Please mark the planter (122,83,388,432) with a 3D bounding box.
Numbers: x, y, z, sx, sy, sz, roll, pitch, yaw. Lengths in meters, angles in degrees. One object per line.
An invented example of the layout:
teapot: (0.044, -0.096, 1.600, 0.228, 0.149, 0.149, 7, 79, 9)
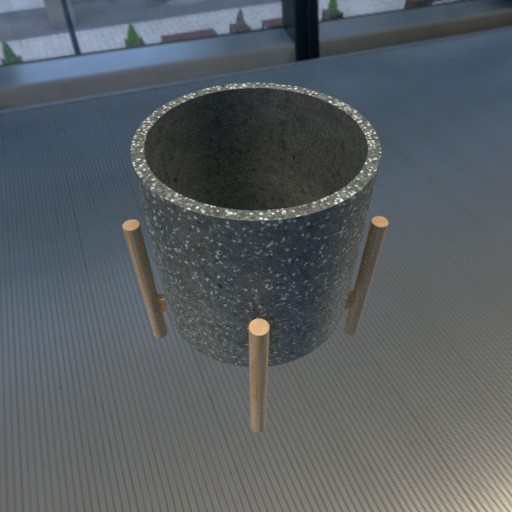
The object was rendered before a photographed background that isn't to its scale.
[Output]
planter: (0.000, 0.000, 0.696, 0.360, 0.419, 0.360, 16, 48, 15)
